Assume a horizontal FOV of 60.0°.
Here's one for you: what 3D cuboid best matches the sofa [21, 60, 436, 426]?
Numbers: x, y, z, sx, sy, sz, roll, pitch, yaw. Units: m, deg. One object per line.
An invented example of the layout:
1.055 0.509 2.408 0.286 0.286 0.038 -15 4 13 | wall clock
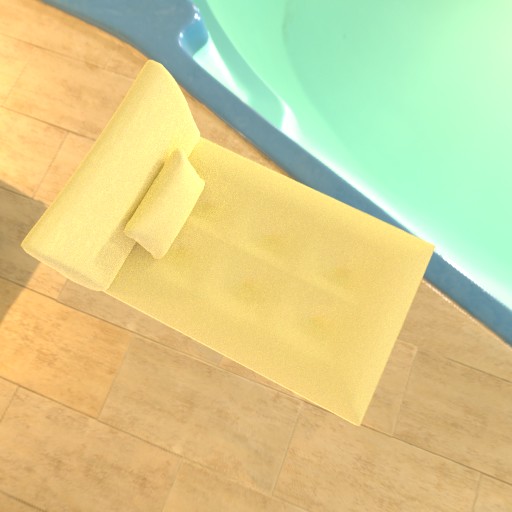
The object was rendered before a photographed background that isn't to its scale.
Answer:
0.000 0.000 1.964 1.450 0.820 0.930 26 76 7 | sofa
